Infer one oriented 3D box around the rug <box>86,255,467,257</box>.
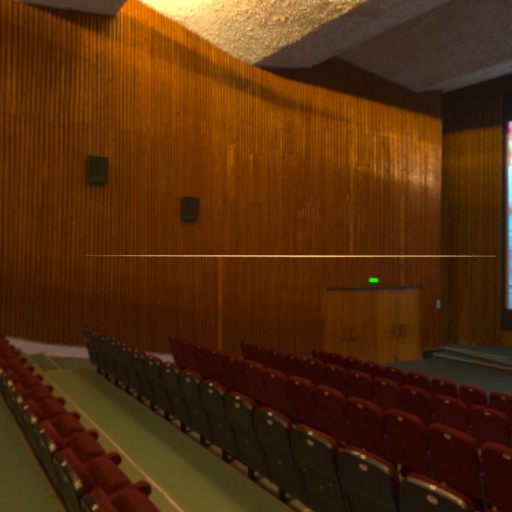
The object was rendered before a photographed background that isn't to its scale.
[{"bbox_3d":[0.000,0.000,2.990,1.519,0.003,2.453,0,0,-37],"label":"rug"}]
